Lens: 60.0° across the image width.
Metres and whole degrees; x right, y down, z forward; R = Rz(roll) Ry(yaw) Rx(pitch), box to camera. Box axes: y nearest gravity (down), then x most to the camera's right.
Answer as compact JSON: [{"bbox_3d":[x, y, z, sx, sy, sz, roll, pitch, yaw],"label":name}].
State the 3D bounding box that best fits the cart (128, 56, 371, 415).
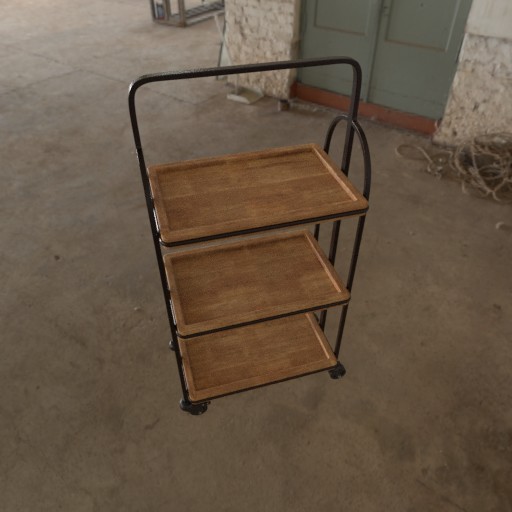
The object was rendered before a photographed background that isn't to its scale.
[{"bbox_3d":[0.000,0.000,1.208,0.553,1.001,0.327,-11,42,-12],"label":"cart"}]
